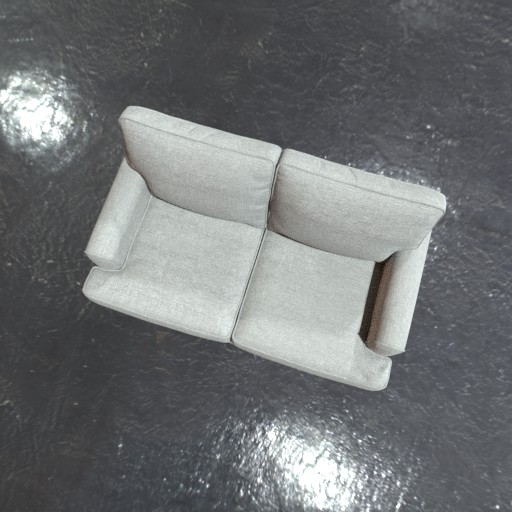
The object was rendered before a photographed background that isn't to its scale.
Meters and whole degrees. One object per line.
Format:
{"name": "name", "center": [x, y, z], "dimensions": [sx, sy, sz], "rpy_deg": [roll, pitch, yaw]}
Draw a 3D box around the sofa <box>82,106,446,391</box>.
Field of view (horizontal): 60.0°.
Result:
{"name": "sofa", "center": [0.000, 0.000, 2.313], "dimensions": [1.651, 0.965, 0.965], "rpy_deg": [17, 76, 4]}
